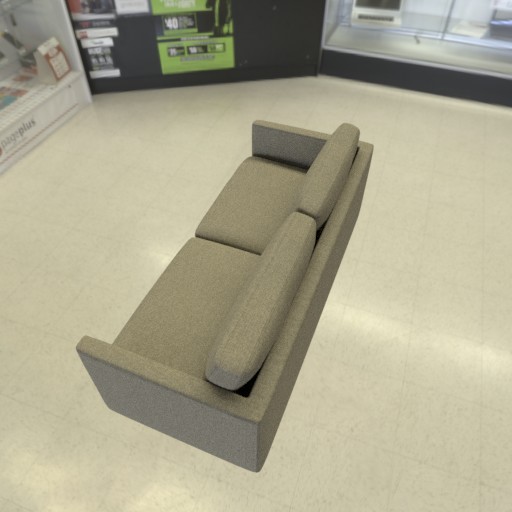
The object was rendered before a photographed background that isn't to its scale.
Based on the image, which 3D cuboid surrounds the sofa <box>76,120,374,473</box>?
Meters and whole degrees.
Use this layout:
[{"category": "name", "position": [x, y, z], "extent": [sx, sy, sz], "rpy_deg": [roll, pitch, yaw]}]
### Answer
[{"category": "sofa", "position": [0.000, 0.000, 2.786], "extent": [0.956, 0.960, 2.208], "rpy_deg": [17, 49, 15]}]
